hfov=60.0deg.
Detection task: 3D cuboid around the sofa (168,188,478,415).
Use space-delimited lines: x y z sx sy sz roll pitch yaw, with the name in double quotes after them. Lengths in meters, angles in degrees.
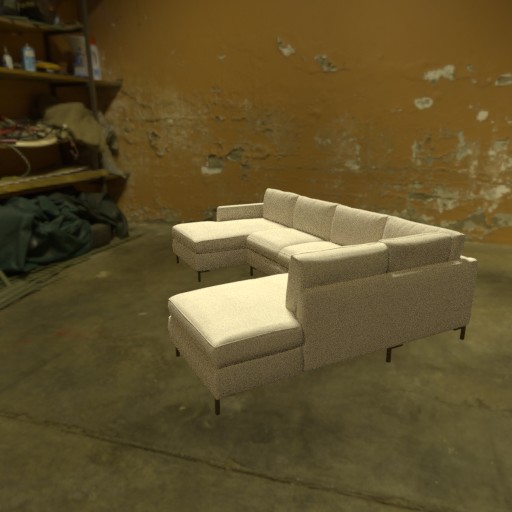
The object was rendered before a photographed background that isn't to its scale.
0.000 0.000 3.643 1.879 0.756 2.737 -8 18 -26 "sofa"
